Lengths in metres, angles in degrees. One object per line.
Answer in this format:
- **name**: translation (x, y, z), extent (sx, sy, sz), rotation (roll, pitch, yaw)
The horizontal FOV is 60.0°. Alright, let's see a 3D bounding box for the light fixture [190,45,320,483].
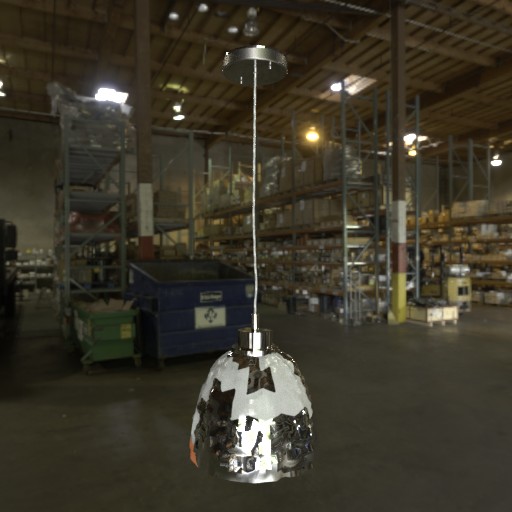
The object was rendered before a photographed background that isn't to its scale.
- **light fixture**: translation (0.000, 0.000, 1.716), extent (0.500, 1.511, 0.496), rotation (0, 0, -39)
